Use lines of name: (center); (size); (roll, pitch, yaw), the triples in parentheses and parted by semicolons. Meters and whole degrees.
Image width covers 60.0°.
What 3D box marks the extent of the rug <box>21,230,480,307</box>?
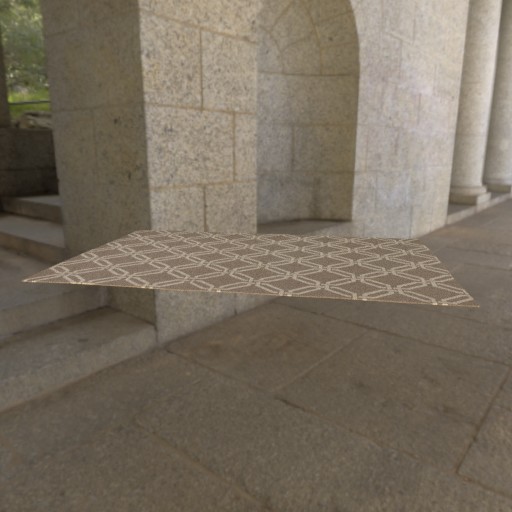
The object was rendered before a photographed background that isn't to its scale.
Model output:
rug: (0.000, 0.000, 2.187); (1.748, 0.010, 1.142); (2, 14, 9)
